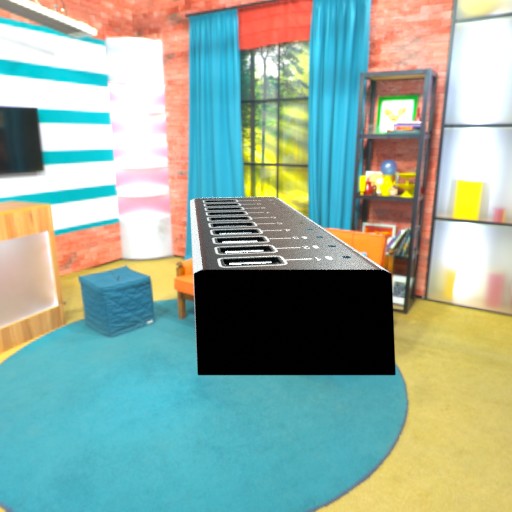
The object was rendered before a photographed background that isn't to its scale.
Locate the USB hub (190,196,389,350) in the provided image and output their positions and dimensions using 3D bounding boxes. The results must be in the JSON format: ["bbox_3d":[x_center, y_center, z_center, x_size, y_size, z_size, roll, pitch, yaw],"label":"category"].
[{"bbox_3d":[0.000,0.000,0.156,0.044,0.023,0.145,-2,15,-8],"label":"USB hub"}]
